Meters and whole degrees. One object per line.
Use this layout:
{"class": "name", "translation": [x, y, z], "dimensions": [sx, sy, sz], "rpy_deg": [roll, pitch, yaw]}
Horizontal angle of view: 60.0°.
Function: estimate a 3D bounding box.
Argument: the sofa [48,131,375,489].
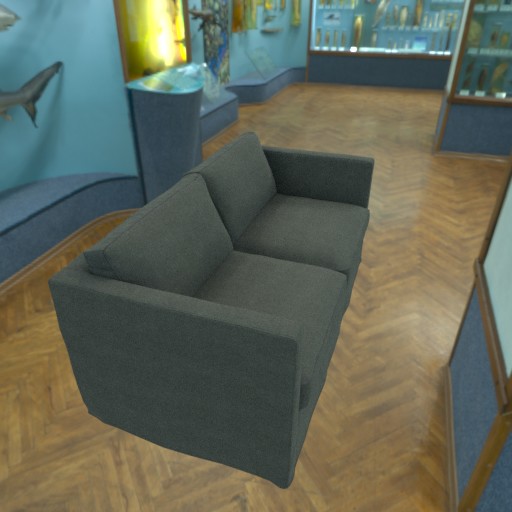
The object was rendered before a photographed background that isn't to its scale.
{"class": "sofa", "translation": [0.000, 0.000, 2.299], "dimensions": [0.974, 0.854, 1.802], "rpy_deg": [11, 33, 17]}
